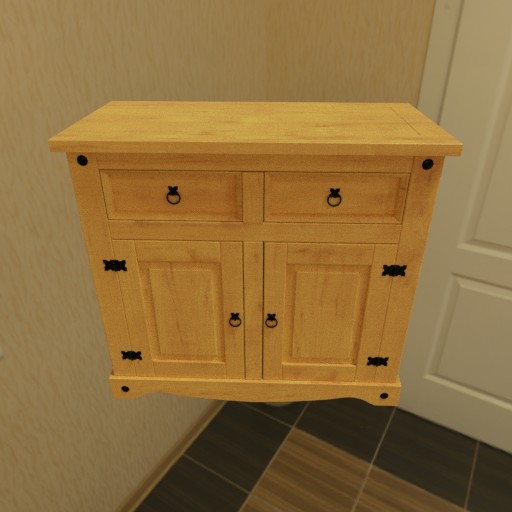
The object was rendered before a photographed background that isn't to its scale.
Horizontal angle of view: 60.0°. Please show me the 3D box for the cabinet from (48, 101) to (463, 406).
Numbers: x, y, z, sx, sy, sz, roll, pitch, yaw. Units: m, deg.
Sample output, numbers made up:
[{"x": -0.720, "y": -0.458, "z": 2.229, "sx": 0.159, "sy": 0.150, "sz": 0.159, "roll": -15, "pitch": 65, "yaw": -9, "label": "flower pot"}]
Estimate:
[{"x": 0.000, "y": 0.000, "z": 1.384, "sx": 0.920, "sy": 0.840, "sz": 0.450, "roll": 1, "pitch": 30, "yaw": 2, "label": "cabinet"}]
